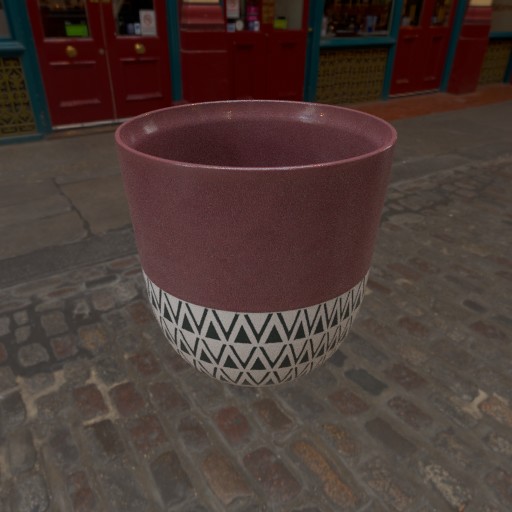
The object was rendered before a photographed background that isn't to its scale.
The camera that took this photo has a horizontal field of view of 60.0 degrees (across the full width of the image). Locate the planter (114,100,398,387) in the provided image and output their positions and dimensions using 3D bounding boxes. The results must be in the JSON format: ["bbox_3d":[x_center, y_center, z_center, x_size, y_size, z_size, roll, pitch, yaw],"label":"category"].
[{"bbox_3d":[0.000,0.000,0.368,0.195,0.214,0.195,0,29,0],"label":"planter"}]
